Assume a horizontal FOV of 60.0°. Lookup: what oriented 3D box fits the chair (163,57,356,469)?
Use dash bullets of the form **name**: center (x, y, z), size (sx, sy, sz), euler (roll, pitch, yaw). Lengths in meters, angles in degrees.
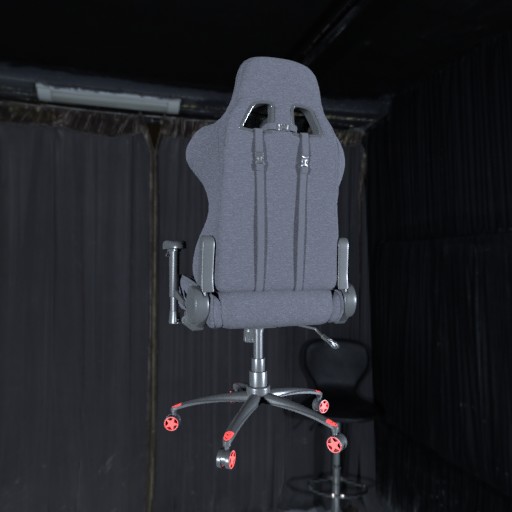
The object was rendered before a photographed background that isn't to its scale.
- **chair**: center (0.000, 0.000, 1.728), size (0.695, 1.326, 0.658), euler (0, 0, -18)
